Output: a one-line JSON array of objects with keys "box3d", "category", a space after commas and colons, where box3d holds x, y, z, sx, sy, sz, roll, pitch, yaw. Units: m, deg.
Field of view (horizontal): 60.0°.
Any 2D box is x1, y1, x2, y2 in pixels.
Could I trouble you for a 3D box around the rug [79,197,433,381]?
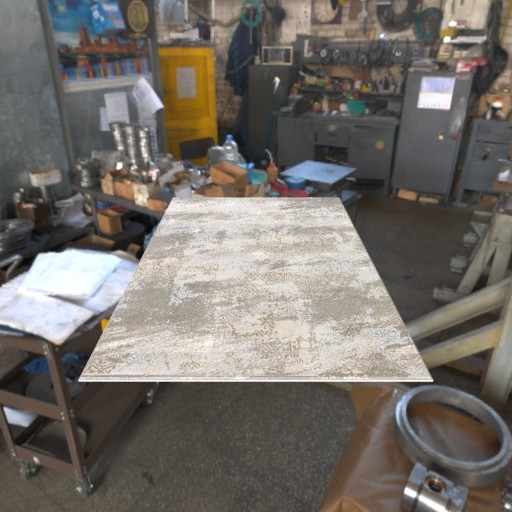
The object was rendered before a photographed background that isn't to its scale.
[{"box3d": [0.000, 0.000, 3.006, 1.536, 0.012, 2.431, 0, 26, 0], "category": "rug"}]
